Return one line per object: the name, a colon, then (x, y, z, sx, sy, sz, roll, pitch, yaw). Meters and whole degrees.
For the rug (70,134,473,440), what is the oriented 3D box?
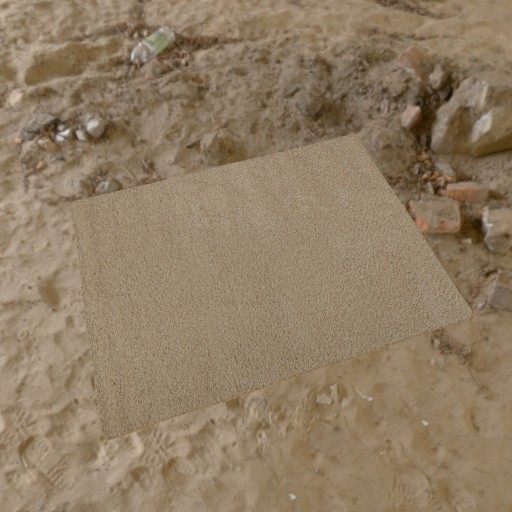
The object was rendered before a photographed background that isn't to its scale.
rug: (0.000, 0.000, 2.088, 1.600, 0.025, 1.199, -16, 59, -10)
